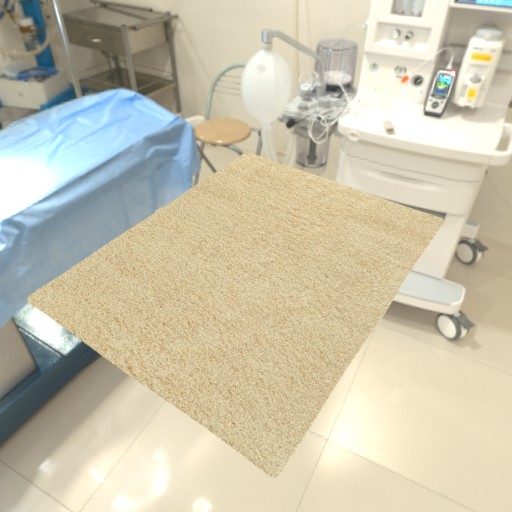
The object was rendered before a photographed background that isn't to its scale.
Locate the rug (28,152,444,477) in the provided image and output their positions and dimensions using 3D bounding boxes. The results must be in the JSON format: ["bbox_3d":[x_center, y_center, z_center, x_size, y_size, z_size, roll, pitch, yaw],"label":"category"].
[{"bbox_3d":[0.000,0.000,3.931,2.401,0.025,3.001,25,47,26],"label":"rug"}]
